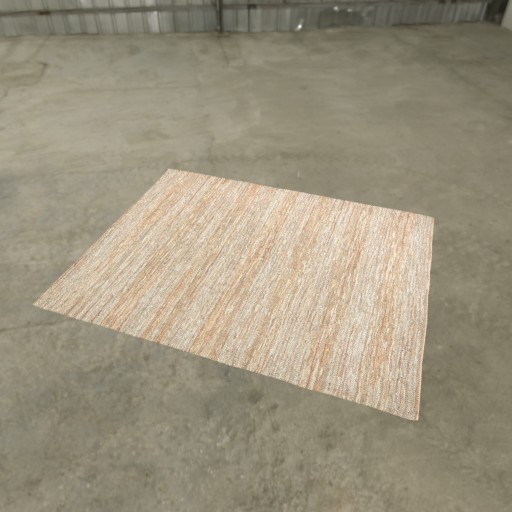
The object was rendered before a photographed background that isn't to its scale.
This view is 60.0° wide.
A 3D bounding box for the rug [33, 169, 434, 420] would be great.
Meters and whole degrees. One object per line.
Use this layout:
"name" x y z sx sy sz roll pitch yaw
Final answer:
"rug" 0.000 0.000 3.923 2.939 0.009 2.313 13 42 15
